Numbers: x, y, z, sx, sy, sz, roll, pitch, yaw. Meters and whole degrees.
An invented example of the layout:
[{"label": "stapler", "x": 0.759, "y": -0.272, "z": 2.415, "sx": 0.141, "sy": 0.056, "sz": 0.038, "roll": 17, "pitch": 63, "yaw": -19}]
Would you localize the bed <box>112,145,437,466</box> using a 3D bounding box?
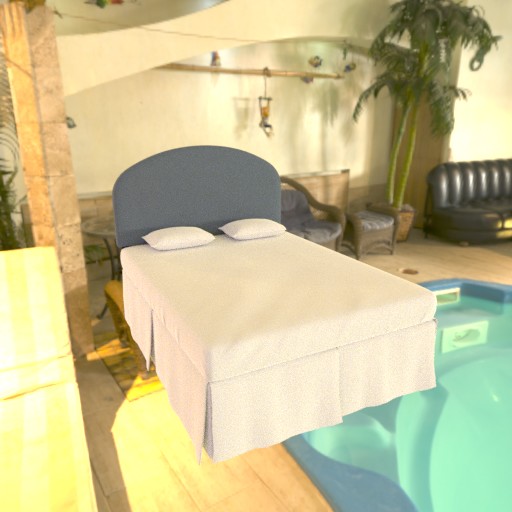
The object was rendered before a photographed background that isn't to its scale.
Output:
[{"label": "bed", "x": 0.000, "y": 0.000, "z": 3.088, "sx": 1.607, "sy": 1.410, "sz": 2.005, "roll": -9, "pitch": 19, "yaw": -26}]
